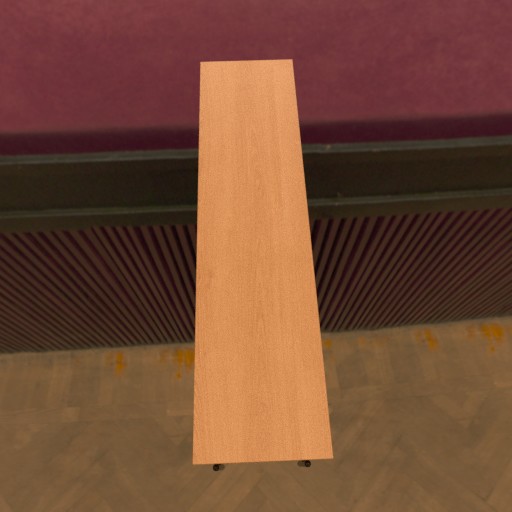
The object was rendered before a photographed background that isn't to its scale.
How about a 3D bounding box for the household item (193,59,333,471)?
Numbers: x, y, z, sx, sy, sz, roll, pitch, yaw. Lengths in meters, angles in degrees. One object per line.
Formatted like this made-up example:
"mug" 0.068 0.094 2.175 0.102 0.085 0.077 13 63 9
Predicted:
"household item" 0.000 0.000 1.787 0.400 0.600 1.550 -2 65 -1
